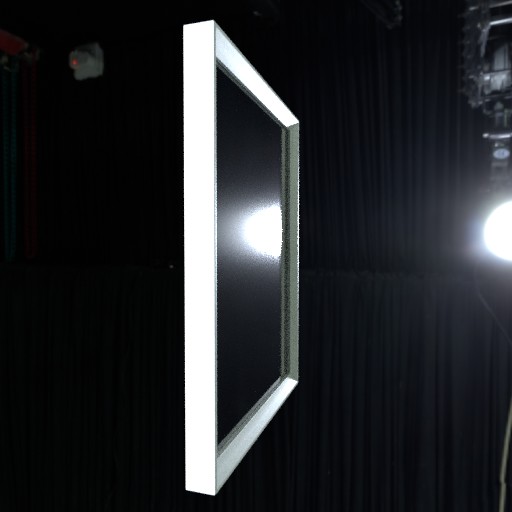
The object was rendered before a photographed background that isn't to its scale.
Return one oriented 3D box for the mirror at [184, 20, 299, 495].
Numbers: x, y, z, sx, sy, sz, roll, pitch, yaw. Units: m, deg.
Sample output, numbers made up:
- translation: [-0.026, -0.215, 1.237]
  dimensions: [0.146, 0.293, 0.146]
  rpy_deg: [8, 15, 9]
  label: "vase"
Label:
- translation: [0.000, 0.000, 0.672]
  dimensions: [0.041, 0.509, 0.406]
  rpy_deg: [1, 2, 18]
  label: "mirror"
